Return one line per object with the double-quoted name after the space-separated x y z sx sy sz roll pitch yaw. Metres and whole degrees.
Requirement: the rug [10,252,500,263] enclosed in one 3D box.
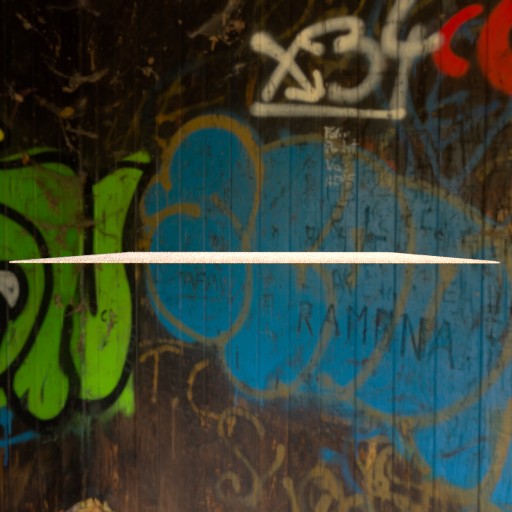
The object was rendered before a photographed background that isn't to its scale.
0.000 0.000 3.940 3.034 0.012 2.406 0 2 1 "rug"
